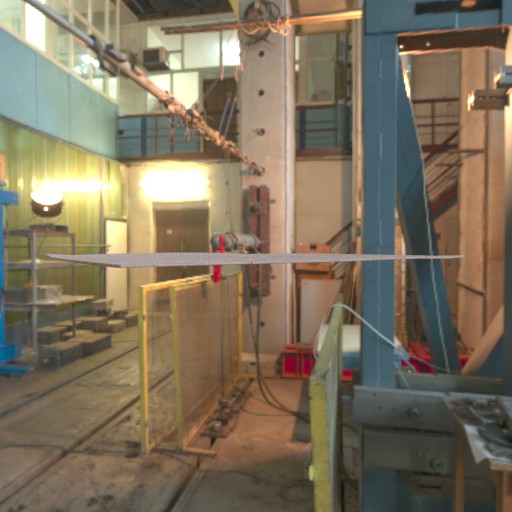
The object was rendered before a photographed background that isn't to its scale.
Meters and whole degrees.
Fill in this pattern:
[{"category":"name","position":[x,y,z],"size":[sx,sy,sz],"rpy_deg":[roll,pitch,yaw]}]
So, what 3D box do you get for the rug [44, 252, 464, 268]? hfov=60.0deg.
[{"category":"rug","position":[0.000,0.000,2.314],"size":[1.837,0.025,1.230],"rpy_deg":[-1,2,-35]}]
